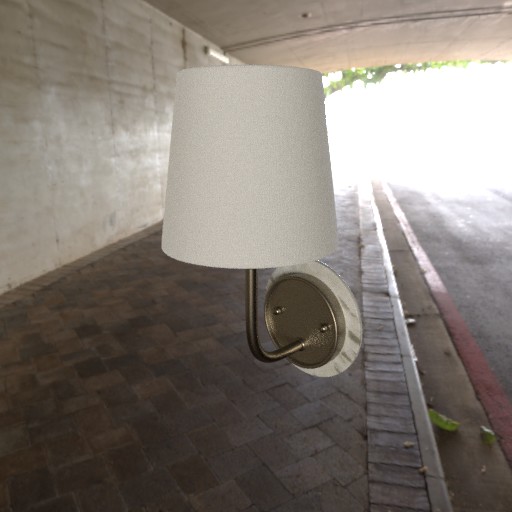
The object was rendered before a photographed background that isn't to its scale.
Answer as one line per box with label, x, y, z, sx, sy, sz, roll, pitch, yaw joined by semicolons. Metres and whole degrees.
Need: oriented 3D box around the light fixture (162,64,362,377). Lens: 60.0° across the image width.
light fixture;0.000;0.000;0.444;0.168;0.337;0.188;15;22;43
